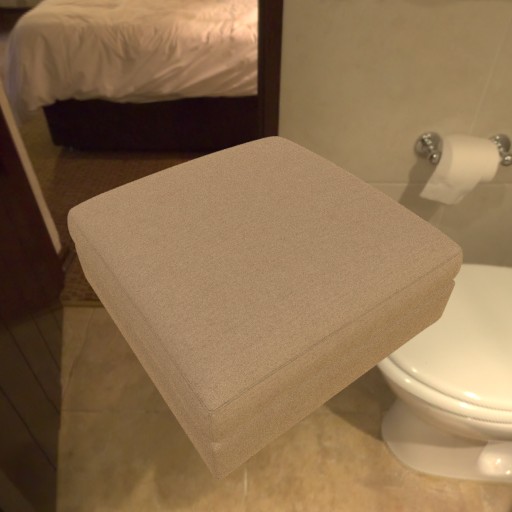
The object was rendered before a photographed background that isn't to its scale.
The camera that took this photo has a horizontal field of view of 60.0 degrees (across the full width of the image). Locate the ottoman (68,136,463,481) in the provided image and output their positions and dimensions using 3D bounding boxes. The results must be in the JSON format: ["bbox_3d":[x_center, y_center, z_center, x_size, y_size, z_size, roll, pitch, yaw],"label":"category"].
[{"bbox_3d":[0.000,0.000,1.628,1.041,0.470,1.041,-26,48,-26],"label":"ottoman"}]
